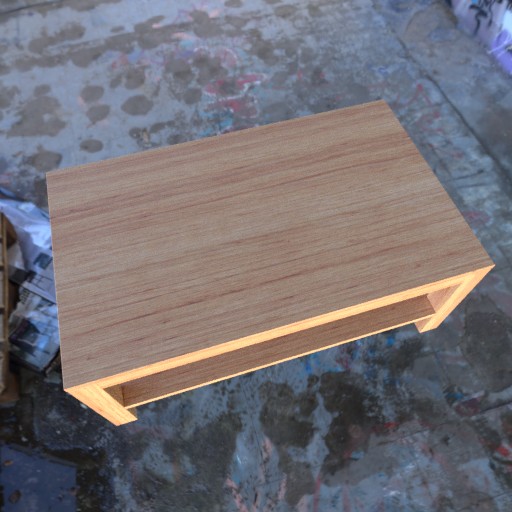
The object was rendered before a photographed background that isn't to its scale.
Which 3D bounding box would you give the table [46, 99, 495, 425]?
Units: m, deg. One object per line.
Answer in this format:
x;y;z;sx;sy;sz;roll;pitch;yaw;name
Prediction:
0.000;0.000;1.482;1.146;0.457;0.695;-15;60;-9;table
